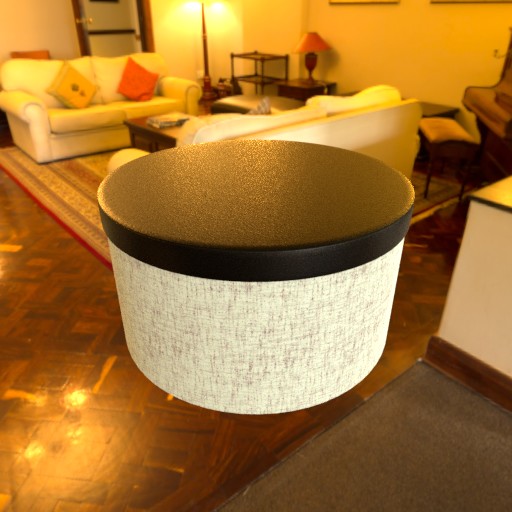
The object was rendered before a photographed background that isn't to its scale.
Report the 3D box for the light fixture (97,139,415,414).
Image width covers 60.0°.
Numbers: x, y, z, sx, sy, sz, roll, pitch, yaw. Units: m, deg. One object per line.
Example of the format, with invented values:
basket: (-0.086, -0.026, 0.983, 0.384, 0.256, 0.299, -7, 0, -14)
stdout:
light fixture: (0.000, 0.000, 0.623, 0.389, 0.229, 0.389, 0, 29, 0)
